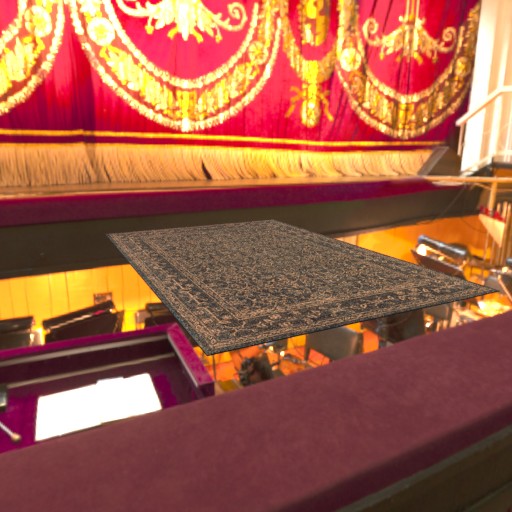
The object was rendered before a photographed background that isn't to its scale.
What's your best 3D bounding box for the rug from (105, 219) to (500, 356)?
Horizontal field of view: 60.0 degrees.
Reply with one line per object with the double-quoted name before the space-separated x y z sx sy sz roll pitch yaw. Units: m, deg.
"rug" 0.000 0.000 2.236 1.200 0.005 1.819 -7 16 -26
